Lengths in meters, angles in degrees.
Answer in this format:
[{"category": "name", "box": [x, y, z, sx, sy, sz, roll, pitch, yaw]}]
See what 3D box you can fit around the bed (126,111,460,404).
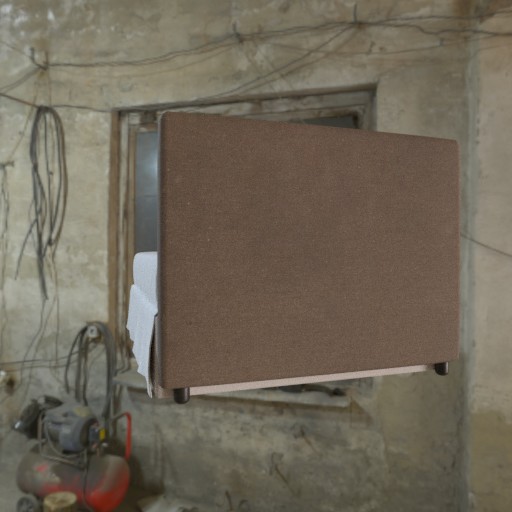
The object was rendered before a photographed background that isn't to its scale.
[{"category": "bed", "box": [0.000, 0.000, 3.196, 1.723, 1.330, 2.142, 0, 1, -19]}]
